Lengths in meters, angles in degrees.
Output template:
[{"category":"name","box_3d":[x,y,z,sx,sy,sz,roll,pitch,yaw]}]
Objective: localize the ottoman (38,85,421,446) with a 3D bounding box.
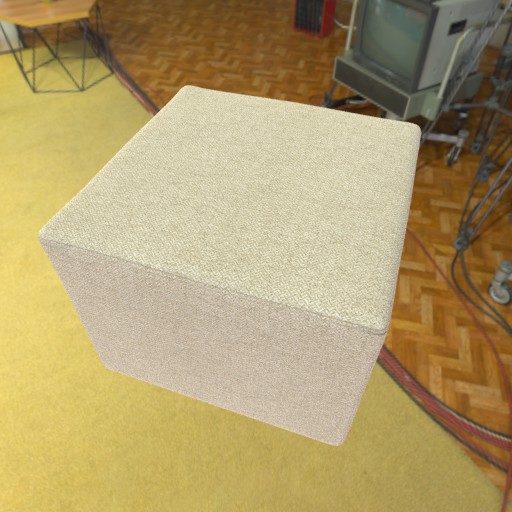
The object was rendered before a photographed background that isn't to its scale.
[{"category":"ottoman","box_3d":[0.000,0.000,0.875,0.508,0.432,0.508,14,48,13]}]
